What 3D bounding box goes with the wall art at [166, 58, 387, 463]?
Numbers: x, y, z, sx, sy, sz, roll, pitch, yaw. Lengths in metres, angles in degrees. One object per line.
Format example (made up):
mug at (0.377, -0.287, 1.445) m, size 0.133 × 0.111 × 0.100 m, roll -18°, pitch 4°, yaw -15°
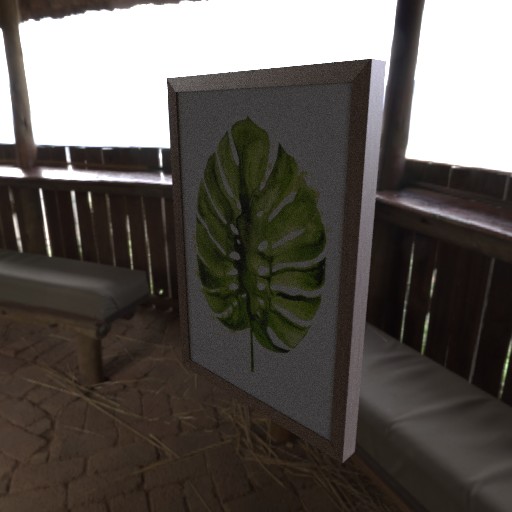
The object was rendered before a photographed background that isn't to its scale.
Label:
wall art at (0.000, 0.000, 0.658) m, size 0.358 × 0.510 × 0.032 m, roll 16°, pitch 24°, yaw 41°
